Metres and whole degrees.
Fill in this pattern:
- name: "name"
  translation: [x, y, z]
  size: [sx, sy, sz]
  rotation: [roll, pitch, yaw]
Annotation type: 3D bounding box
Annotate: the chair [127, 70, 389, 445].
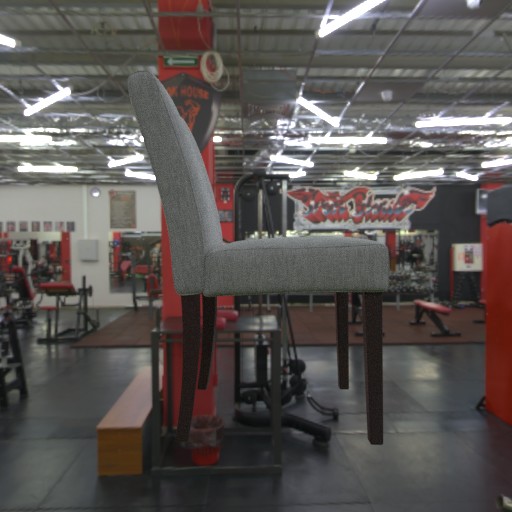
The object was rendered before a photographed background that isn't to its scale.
- name: "chair"
  translation: [0.000, 0.000, 1.255]
  size: [0.629, 0.884, 0.487]
  rotation: [0, 1, 1]
